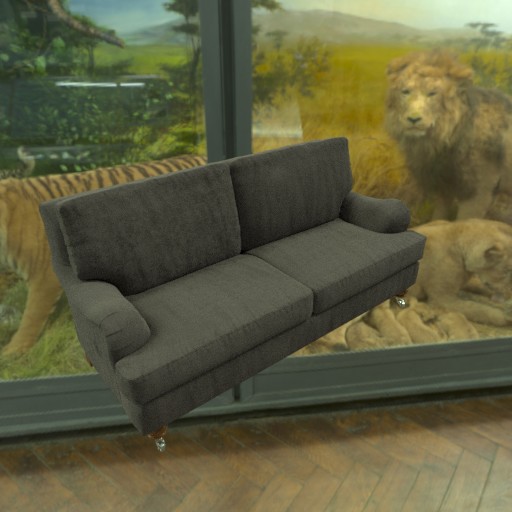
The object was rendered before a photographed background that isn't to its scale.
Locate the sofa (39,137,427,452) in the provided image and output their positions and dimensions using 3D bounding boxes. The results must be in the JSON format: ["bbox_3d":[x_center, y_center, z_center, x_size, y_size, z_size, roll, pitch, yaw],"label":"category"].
[{"bbox_3d":[0.000,0.000,2.736,2.165,1.087,1.086,-21,36,-32],"label":"sofa"}]
